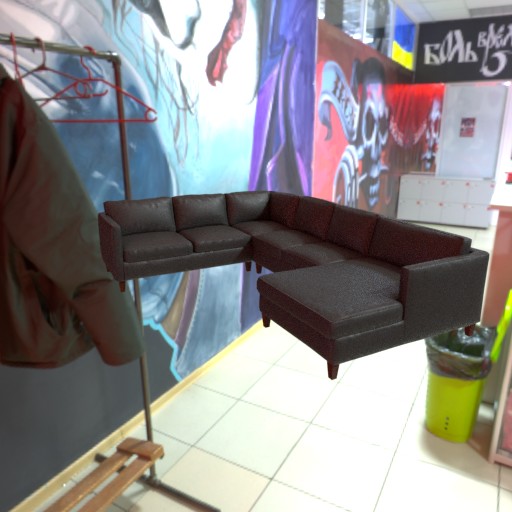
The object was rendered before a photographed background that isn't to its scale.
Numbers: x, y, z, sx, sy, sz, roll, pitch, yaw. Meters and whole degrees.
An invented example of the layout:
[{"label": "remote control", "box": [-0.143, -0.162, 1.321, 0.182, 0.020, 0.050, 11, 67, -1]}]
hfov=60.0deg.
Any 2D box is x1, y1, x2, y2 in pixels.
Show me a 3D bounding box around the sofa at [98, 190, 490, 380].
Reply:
[{"label": "sofa", "box": [0.000, 0.000, 4.572, 2.593, 0.923, 3.460, -8, 18, -27]}]
